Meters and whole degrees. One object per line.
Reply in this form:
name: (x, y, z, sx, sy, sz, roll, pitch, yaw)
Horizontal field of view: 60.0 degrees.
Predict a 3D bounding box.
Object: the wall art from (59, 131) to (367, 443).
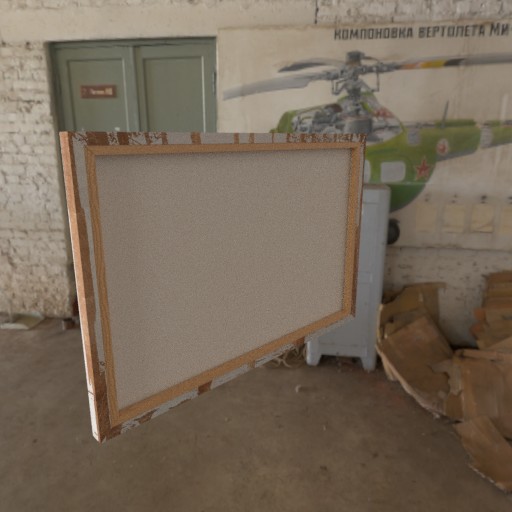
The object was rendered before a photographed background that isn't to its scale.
wall art: (0.000, 0.000, 1.139, 0.914, 0.609, 0.035, -14, 21, -43)
